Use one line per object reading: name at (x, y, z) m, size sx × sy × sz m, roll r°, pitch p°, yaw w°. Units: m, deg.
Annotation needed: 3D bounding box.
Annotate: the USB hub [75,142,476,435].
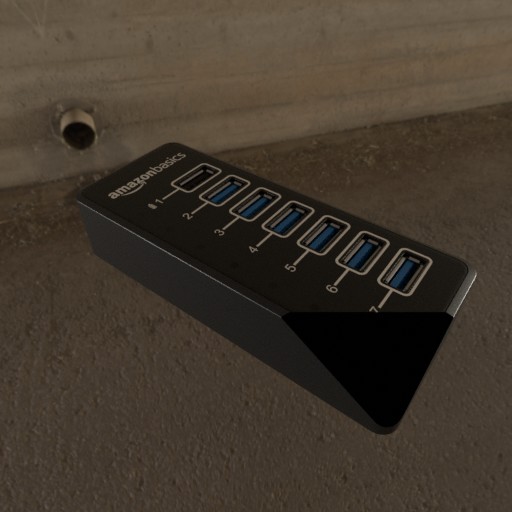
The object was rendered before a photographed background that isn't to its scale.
USB hub at (0.000, 0.000, 0.131) m, size 0.110 × 0.023 × 0.044 m, roll 27°, pitch 49°, yaw 26°
